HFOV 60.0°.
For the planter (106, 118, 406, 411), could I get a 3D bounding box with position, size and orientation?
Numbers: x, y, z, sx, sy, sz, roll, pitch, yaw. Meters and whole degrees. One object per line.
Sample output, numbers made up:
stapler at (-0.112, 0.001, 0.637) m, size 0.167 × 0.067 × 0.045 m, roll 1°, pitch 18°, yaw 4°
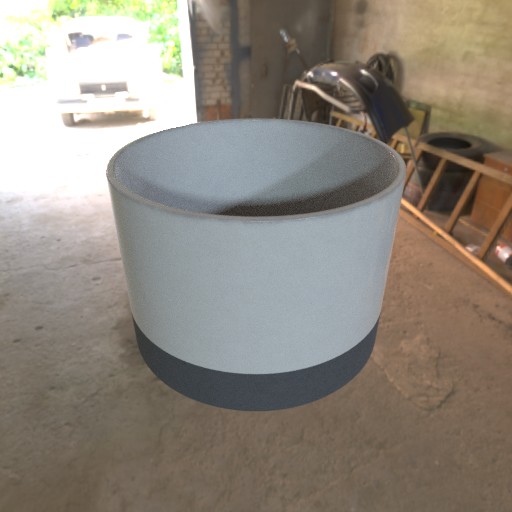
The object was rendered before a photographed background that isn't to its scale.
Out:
planter at (0.000, 0.000, 0.224) m, size 0.128 × 0.105 × 0.128 m, roll 0°, pitch 31°, yaw 0°
